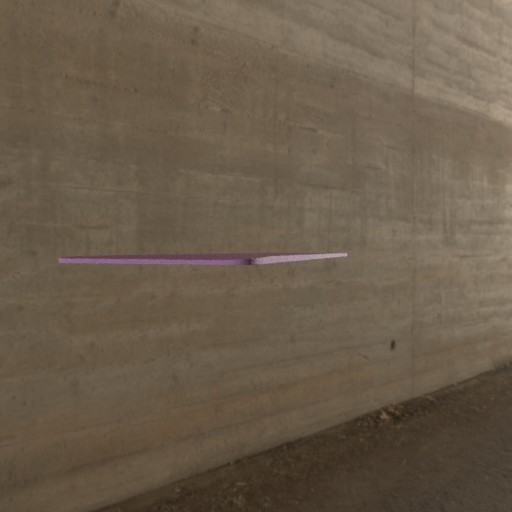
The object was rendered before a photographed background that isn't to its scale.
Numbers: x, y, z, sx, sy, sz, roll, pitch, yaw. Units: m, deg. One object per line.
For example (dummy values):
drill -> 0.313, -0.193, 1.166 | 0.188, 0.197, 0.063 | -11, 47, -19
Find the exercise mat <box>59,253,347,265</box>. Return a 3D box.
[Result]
exercise mat -> 0.000, 0.000, 2.043 | 0.616, 0.021, 1.869 | 0, 1, 19
